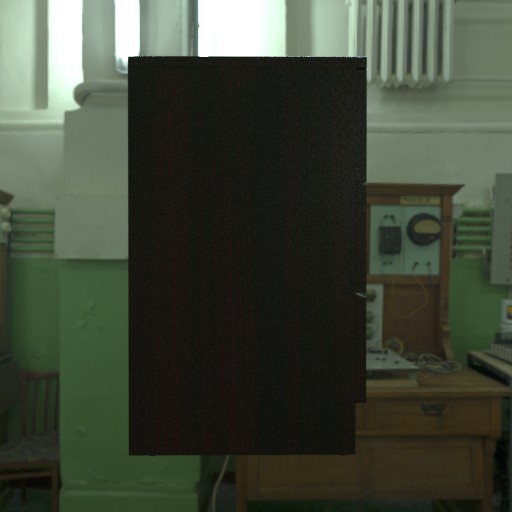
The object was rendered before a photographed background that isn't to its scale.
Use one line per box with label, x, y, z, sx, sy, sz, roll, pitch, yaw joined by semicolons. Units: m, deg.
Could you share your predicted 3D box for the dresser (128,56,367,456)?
dresser;0.000;0.000;0.820;0.360;0.560;0.400;0;0;0
